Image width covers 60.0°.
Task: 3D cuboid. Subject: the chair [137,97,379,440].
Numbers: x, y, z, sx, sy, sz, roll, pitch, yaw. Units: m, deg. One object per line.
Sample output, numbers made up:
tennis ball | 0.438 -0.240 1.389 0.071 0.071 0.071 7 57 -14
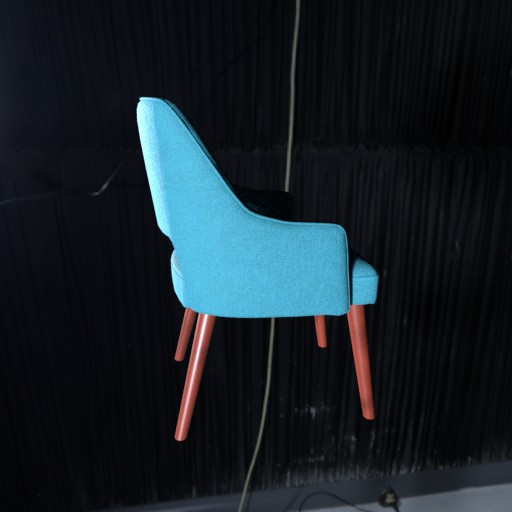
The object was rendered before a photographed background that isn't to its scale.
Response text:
chair | 0.000 0.000 1.273 0.605 0.849 0.548 -3 17 -9
